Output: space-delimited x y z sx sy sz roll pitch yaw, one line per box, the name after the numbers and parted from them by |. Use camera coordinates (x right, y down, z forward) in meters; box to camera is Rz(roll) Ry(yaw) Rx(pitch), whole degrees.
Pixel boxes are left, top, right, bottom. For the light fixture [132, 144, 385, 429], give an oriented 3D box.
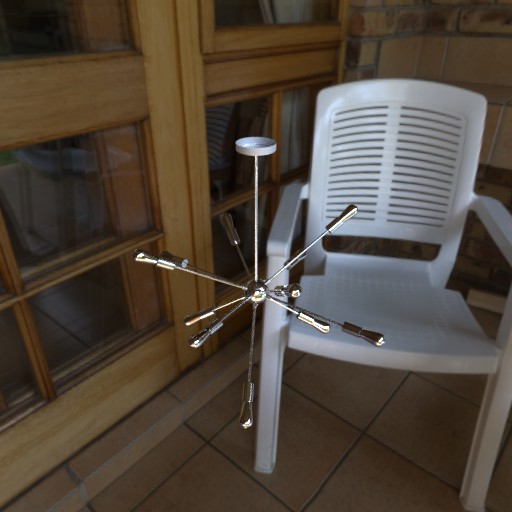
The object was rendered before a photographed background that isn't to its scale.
0.000 0.000 1.083 0.684 0.558 0.509 19 35 30 | light fixture
